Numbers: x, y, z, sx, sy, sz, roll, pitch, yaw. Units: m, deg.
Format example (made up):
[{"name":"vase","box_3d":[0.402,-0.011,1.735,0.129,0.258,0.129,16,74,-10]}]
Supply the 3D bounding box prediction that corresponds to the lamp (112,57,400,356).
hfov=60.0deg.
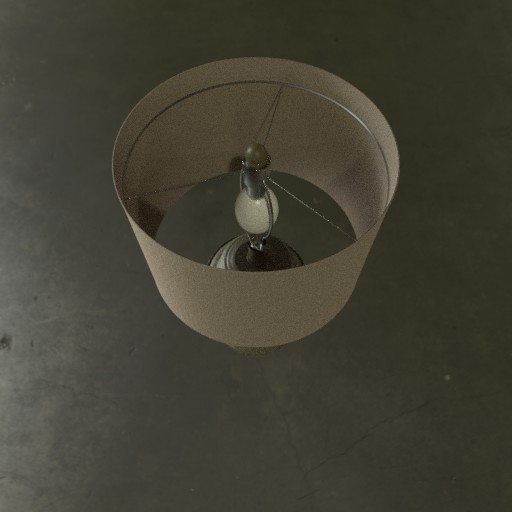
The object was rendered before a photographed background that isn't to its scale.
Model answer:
[{"name":"lamp","box_3d":[0.000,0.000,0.703,0.318,0.486,0.318,0,60,0]}]
